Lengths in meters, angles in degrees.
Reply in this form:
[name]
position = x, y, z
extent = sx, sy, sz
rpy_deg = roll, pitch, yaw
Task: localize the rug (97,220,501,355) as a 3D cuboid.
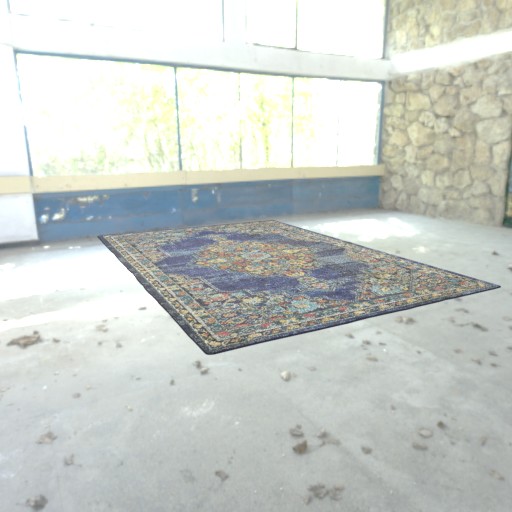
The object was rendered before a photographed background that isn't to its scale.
[rug]
position = 0.000, 0.000, 3.647
extent = 2.053, 0.011, 2.940
rpy_deg = -7, 16, -27
